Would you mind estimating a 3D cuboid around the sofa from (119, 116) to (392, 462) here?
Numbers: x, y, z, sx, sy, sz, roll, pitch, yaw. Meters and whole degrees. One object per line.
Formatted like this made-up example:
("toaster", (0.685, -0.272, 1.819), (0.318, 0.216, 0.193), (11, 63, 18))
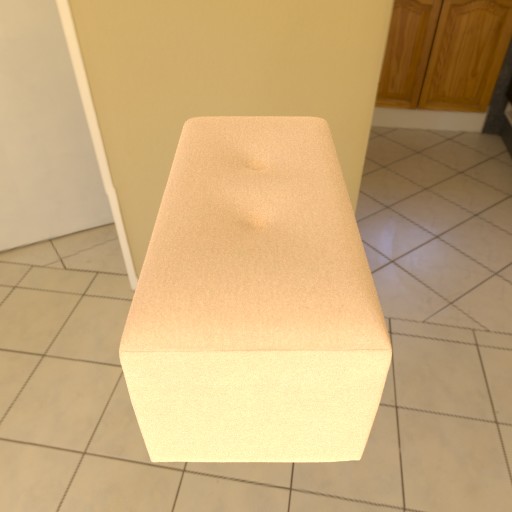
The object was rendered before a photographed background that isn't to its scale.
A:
("sofa", (0.000, 0.000, 1.190), (0.480, 0.470, 0.930), (0, 41, 0))
